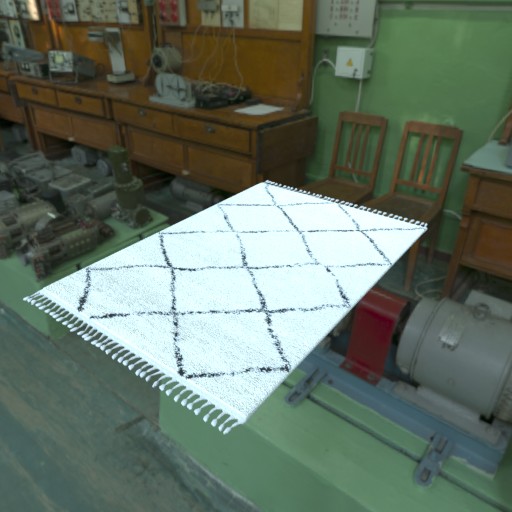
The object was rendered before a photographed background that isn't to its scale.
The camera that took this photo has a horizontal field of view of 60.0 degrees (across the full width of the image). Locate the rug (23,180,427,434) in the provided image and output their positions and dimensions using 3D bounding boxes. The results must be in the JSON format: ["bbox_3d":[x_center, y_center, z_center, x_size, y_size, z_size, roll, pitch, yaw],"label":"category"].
[{"bbox_3d":[0.000,0.000,2.855,1.494,0.031,2.307,21,36,31],"label":"rug"}]
